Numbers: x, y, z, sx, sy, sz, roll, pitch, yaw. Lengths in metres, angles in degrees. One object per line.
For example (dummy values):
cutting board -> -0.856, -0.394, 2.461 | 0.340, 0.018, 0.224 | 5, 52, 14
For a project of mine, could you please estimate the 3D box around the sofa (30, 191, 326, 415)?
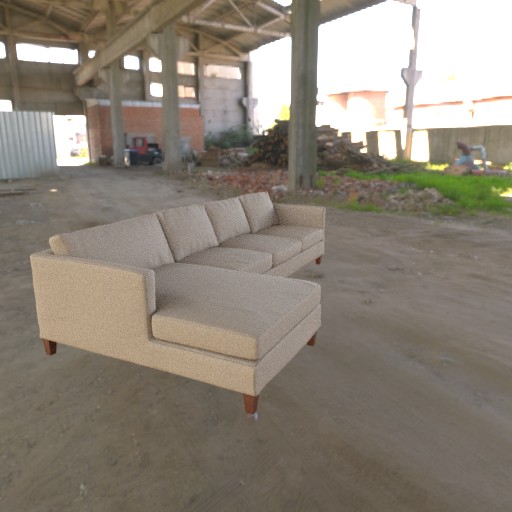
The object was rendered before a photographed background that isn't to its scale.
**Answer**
sofa -> 0.000, 0.000, 3.872 | 1.625, 0.846, 3.186 | 7, 15, 26
